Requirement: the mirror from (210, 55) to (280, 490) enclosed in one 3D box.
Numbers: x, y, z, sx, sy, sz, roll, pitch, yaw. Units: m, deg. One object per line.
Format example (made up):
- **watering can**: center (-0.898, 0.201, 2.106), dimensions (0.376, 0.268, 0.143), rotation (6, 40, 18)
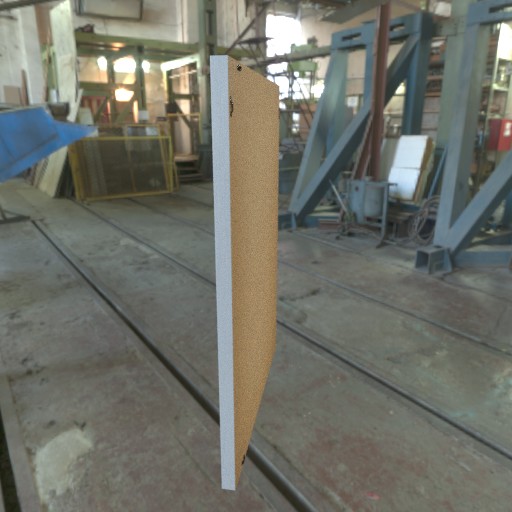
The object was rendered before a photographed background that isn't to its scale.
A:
- **mirror**: center (0.000, 0.000, 1.339), dimensions (0.040, 1.016, 0.762), rotation (3, 17, 10)
